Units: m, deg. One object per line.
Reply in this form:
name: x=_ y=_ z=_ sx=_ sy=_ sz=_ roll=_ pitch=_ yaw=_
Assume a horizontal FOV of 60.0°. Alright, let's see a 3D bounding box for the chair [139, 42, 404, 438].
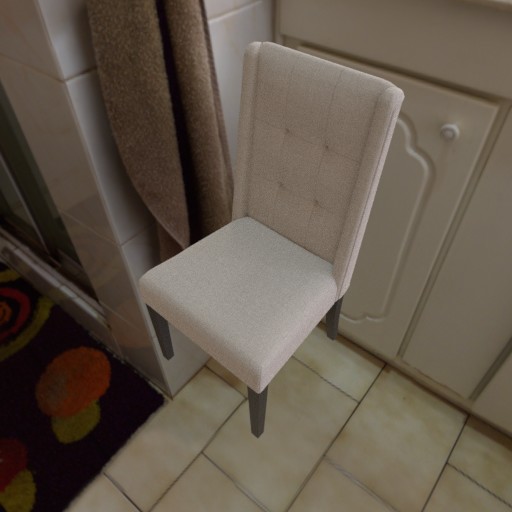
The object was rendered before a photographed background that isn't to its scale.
chair: x=0.000 y=0.000 z=1.273 sx=0.474 sy=0.961 sz=0.523 roll=32 pitch=54 yaw=27
